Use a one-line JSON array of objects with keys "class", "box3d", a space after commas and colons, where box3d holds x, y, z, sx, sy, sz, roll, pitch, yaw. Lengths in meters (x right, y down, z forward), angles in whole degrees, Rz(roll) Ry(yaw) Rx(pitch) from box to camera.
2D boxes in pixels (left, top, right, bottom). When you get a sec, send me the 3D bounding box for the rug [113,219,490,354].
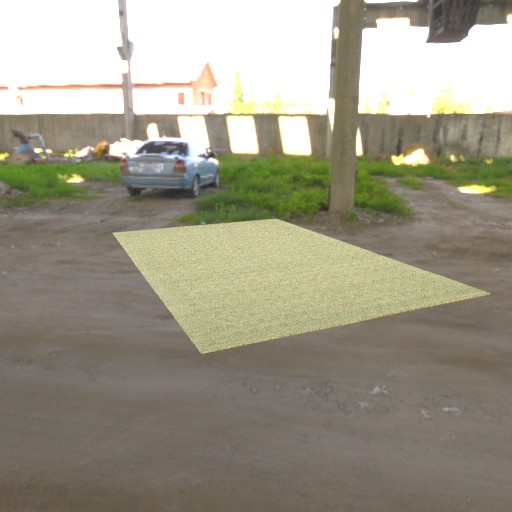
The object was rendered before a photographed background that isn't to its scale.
[{"class": "rug", "box3d": [0.000, 0.000, 2.205, 1.143, 0.006, 1.747, -7, 16, -24]}]
